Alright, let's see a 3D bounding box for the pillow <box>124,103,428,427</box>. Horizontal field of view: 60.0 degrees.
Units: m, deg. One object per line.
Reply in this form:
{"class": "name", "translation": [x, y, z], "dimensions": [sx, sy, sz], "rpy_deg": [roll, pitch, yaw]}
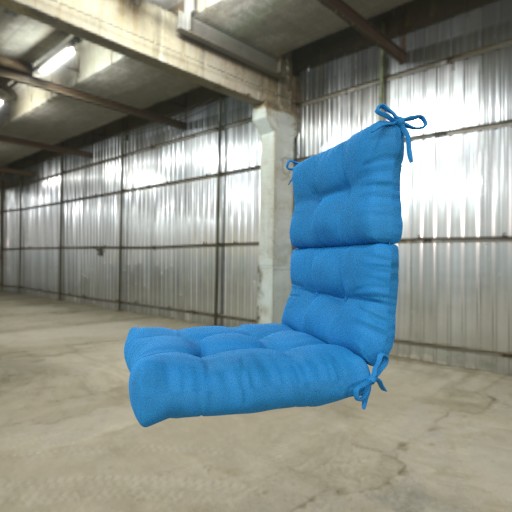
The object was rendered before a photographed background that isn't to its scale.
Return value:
{"class": "pillow", "translation": [0.000, 0.000, 1.017], "dimensions": [0.571, 0.605, 0.519], "rpy_deg": [0, -1, -18]}
